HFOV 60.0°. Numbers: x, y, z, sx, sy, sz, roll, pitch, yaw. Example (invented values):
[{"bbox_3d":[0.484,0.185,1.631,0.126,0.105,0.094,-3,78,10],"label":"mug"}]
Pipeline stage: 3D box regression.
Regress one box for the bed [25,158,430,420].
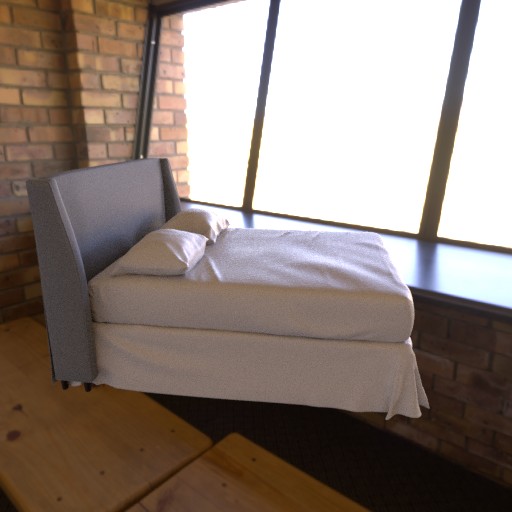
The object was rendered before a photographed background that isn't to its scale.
[{"bbox_3d":[0.000,0.000,3.313,2.276,1.332,1.925,2,16,9],"label":"bed"}]
